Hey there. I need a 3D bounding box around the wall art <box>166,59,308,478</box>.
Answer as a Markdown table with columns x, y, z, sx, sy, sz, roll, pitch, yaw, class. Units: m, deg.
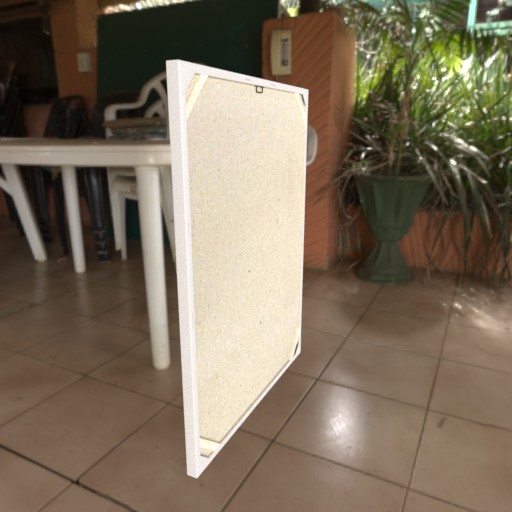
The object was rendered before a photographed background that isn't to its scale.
| x | y | z | sx | sy | sz | roll | pitch | yaw | class |
| --- | --- | --- | --- | --- | --- | --- | --- | --- | --- |
| 0.000 | 0.000 | 1.624 | 0.038 | 1.212 | 0.914 | 8 | 18 | 25 | wall art |
